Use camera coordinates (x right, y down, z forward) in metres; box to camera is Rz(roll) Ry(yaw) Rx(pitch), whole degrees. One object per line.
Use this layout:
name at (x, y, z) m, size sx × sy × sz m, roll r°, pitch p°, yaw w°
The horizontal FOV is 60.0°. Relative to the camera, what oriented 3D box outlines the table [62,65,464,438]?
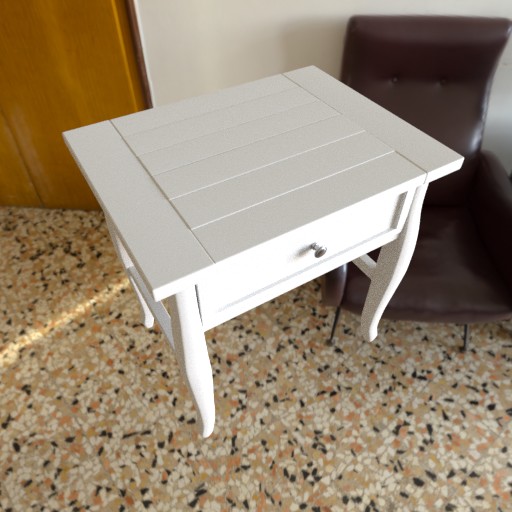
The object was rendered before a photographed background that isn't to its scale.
table at (0.000, 0.000, 1.043) m, size 0.599 × 0.605 × 0.463 m, roll -24°, pitch 51°, yaw -21°
